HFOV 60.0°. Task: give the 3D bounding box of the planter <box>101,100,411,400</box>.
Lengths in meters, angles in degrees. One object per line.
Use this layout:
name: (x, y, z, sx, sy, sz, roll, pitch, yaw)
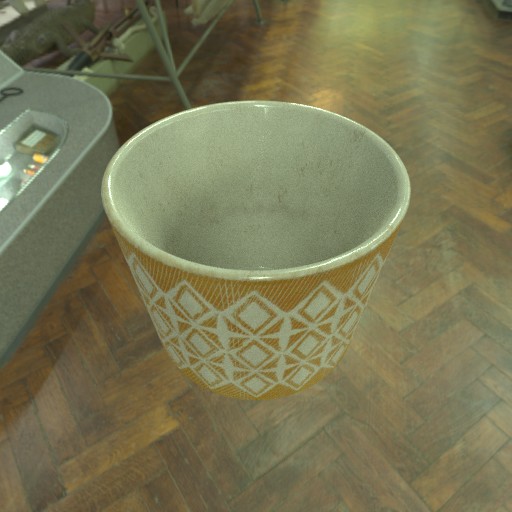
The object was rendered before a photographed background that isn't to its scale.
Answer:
planter: (0.000, 0.000, 0.222, 0.126, 0.104, 0.126, 0, 44, 0)
